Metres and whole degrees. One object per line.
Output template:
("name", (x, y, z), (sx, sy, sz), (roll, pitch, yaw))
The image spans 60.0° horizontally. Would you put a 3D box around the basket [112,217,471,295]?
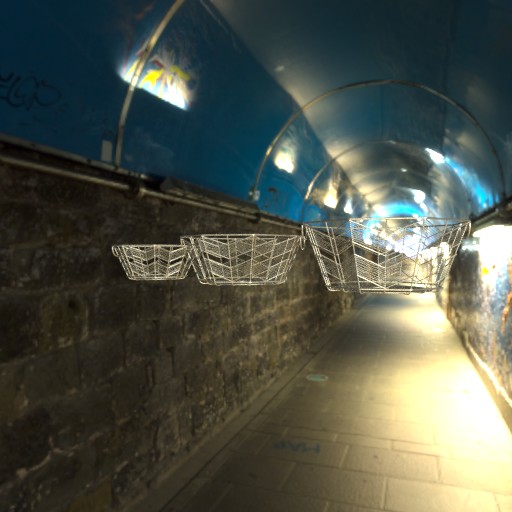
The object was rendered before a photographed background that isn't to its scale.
("basket", (0.000, 0.000, 1.412), (1.246, 0.178, 0.432), (0, 1, 35))
